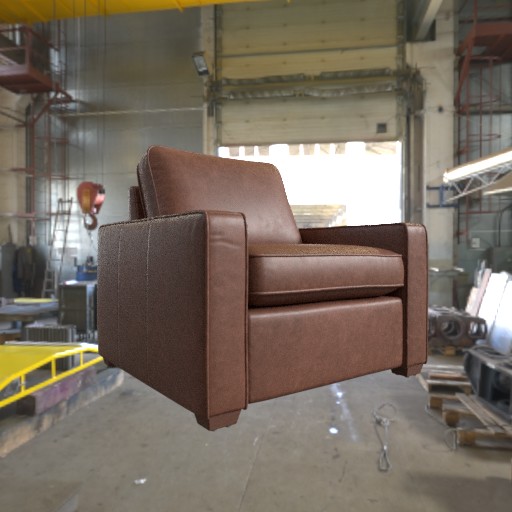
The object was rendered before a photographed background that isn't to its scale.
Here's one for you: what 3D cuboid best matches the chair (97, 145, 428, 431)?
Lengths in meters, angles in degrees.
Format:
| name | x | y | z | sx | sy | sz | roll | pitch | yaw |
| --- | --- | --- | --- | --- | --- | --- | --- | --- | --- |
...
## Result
| name | x | y | z | sx | sy | sz | roll | pitch | yaw |
| --- | --- | --- | --- | --- | --- | --- | --- | --- | --- |
| chair | 0.000 | 0.000 | 1.785 | 1.017 | 0.919 | 0.940 | 0 | 1 | -36 |
